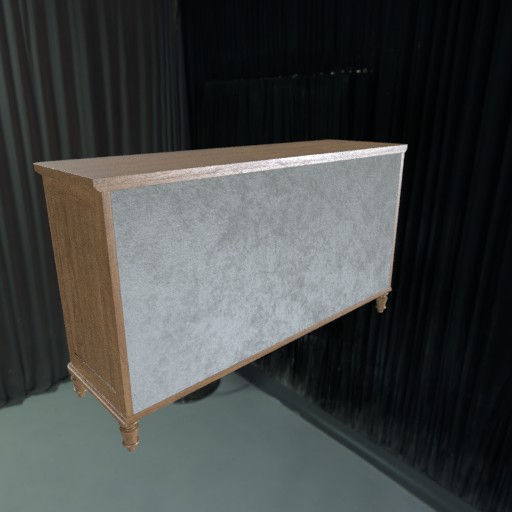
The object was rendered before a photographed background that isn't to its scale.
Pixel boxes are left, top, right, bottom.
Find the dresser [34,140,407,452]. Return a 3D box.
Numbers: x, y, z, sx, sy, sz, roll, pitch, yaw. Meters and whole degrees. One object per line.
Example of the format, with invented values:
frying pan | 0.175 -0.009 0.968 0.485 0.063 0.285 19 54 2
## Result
dresser | 0.000 0.000 1.941 1.583 0.892 0.468 -17 25 -41
